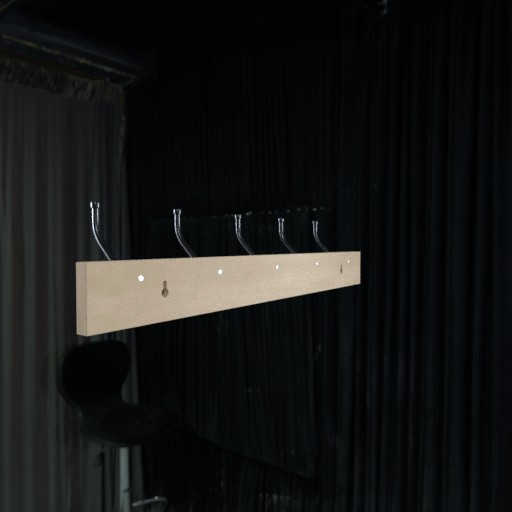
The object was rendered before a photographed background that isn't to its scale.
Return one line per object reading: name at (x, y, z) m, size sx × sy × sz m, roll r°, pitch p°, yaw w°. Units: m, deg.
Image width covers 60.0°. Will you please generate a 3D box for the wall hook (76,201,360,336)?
wall hook at (0.000, 0.000, 0.609) m, size 0.071 × 0.117 × 0.571 m, roll 1°, pitch 2°, yaw 35°
